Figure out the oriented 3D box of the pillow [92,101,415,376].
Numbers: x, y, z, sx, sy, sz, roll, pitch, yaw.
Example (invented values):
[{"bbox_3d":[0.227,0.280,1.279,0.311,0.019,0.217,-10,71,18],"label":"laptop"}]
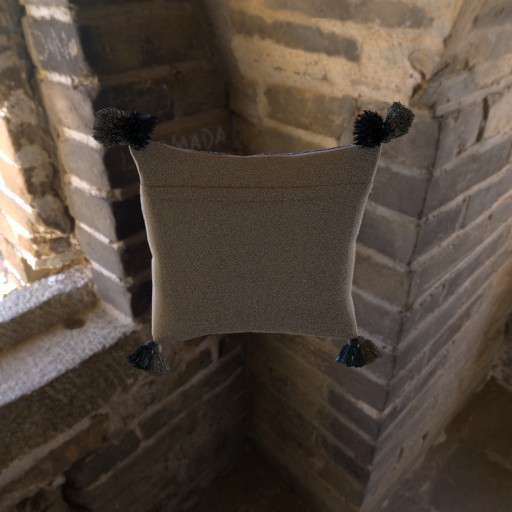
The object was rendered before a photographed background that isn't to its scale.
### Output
[{"bbox_3d":[0.000,0.000,0.935,0.614,0.634,0.138,0,30,-1],"label":"pillow"}]
